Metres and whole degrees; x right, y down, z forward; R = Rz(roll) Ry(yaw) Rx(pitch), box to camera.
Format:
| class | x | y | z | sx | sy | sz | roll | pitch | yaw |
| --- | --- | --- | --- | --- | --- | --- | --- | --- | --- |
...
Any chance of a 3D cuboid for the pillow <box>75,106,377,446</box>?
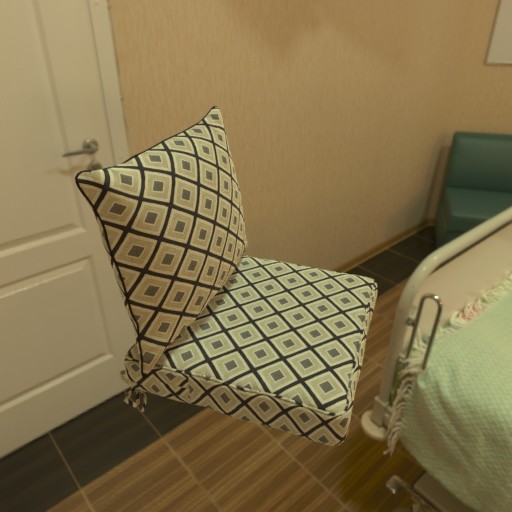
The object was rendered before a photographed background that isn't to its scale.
| class | x | y | z | sx | sy | sz | roll | pitch | yaw |
| --- | --- | --- | --- | --- | --- | --- | --- | --- | --- |
| pillow | 0.000 | 0.000 | 1.367 | 0.733 | 0.722 | 0.798 | 10 | 32 | 17 |
